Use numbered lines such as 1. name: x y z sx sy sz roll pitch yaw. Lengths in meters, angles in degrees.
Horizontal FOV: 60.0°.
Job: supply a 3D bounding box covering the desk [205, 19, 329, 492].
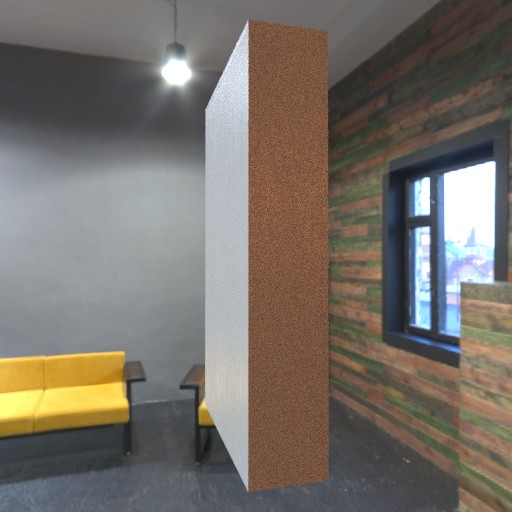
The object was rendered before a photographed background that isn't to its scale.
1. desk: 0.000 0.000 1.594 0.250 1.280 0.750 0 -1 -15
